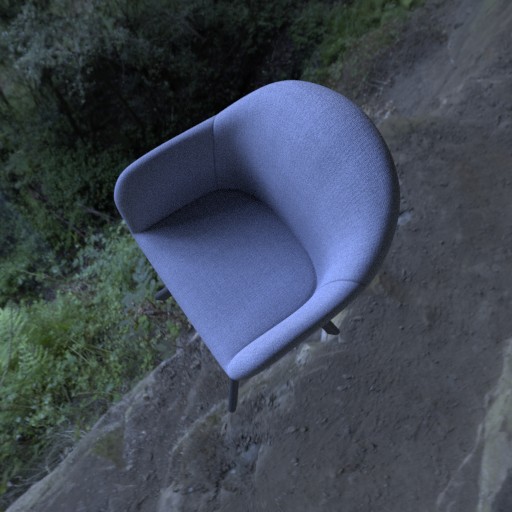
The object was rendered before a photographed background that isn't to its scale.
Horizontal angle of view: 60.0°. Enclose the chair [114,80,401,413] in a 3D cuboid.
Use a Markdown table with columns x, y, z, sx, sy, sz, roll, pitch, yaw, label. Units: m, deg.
| x | y | z | sx | sy | sz | roll | pitch | yaw | label |
| --- | --- | --- | --- | --- | --- | --- | --- | --- | --- |
| 0.000 | 0.000 | 1.206 | 0.550 | 0.795 | 0.590 | -33 | 68 | -15 | chair |
